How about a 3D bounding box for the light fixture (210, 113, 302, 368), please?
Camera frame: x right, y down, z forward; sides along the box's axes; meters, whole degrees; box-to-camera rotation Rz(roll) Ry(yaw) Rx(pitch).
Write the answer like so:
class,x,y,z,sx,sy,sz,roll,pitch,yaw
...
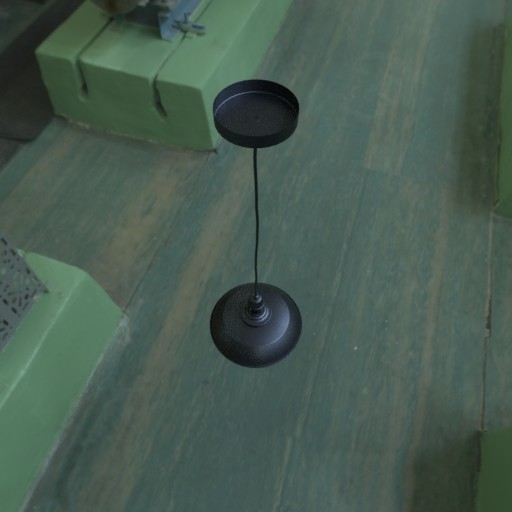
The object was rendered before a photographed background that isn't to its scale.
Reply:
class,x,y,z,sx,sy,sz,roll,pitch,yaw
light fixture,0.000,0.000,1.215,0.331,0.993,0.331,14,58,9
